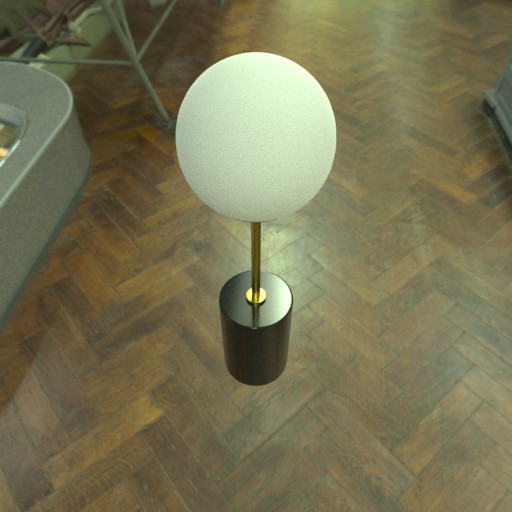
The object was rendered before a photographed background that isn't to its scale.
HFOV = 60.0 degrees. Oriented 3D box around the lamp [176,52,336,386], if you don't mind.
[{"bbox_3d":[0.000,0.000,0.547,0.153,0.480,0.153,0,47,0],"label":"lamp"}]
